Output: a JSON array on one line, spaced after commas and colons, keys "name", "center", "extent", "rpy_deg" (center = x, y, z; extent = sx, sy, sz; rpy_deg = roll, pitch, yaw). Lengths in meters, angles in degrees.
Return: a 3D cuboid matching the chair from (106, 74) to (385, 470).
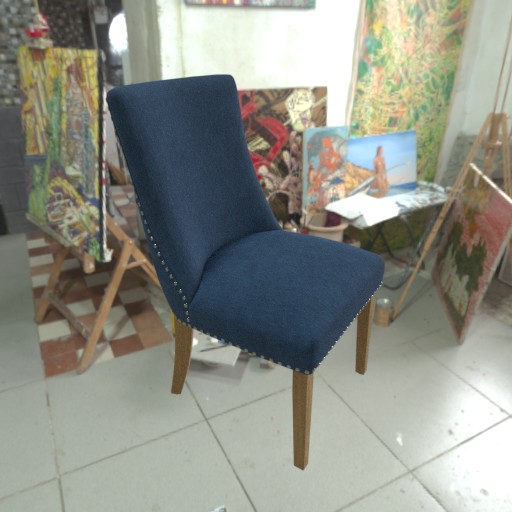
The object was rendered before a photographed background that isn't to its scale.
[{"name": "chair", "center": [0.000, 0.000, 1.246], "extent": [0.610, 0.902, 0.495], "rpy_deg": [16, 31, 29]}]
